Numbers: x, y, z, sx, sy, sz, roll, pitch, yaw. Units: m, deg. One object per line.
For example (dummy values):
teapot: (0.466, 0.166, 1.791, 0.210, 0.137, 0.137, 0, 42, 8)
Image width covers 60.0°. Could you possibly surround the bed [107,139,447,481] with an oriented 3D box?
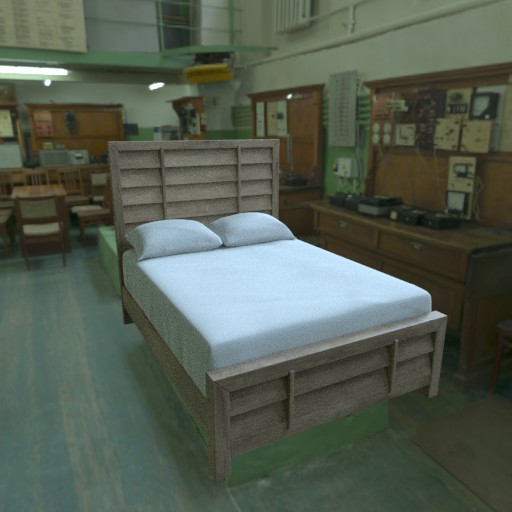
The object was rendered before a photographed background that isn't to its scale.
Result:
bed: (0.000, 0.000, 3.328, 1.626, 1.626, 2.197, -8, 18, -27)
